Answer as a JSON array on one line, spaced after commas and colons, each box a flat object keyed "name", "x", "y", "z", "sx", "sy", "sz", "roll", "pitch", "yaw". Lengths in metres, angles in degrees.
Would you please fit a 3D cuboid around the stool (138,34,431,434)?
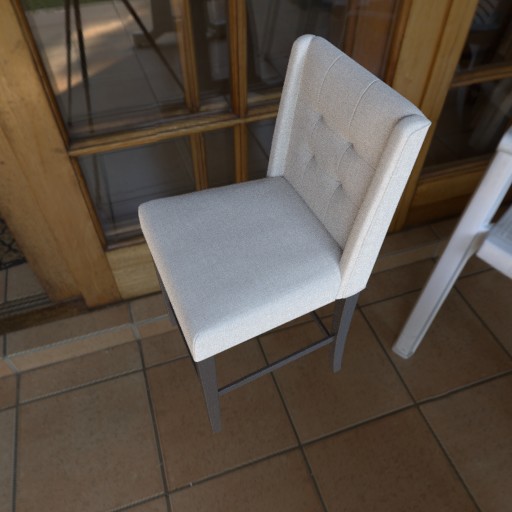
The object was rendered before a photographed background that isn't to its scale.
[{"name": "stool", "x": 0.000, "y": 0.000, "z": 1.194, "sx": 0.509, "sy": 0.939, "sz": 0.474, "roll": -19, "pitch": 50, "yaw": -16}]
